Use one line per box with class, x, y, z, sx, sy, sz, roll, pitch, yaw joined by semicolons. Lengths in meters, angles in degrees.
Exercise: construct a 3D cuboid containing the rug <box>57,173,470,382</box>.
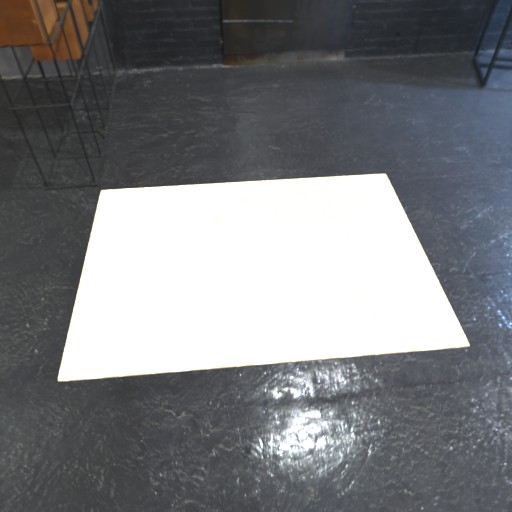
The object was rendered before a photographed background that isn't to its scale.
rug;0.000;0.000;2.792;2.134;0.010;1.524;-4;47;-4
